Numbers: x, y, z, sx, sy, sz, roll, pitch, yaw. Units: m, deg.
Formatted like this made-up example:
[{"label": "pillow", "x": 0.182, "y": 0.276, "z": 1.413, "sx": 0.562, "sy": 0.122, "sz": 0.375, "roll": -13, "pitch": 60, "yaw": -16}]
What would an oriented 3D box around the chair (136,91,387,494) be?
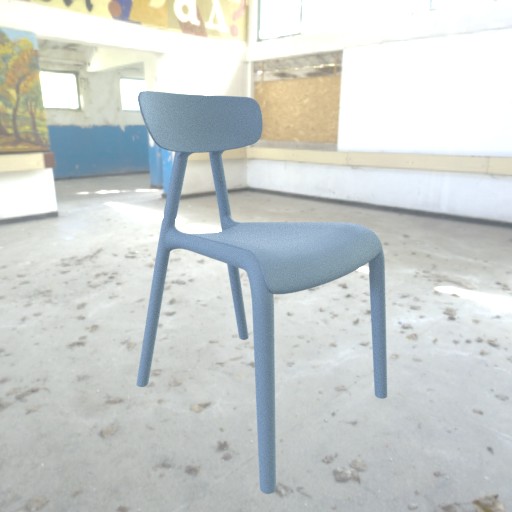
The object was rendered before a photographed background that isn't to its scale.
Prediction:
[{"label": "chair", "x": 0.000, "y": 0.000, "z": 0.822, "sx": 0.401, "sy": 0.580, "sz": 0.356, "roll": 16, "pitch": 23, "yaw": 42}]
